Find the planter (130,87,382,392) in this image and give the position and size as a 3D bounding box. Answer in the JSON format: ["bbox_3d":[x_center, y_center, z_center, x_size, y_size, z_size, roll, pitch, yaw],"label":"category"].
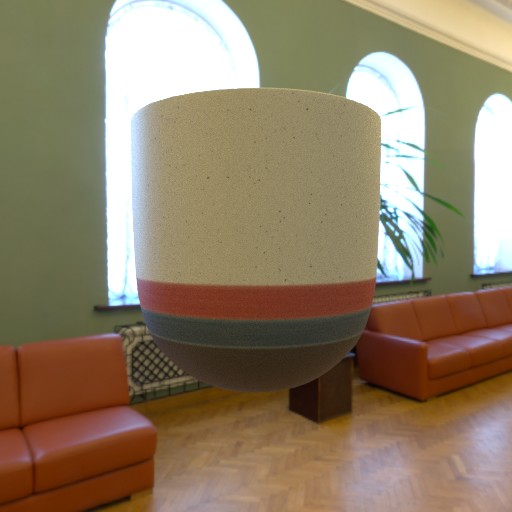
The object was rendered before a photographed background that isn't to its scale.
[{"bbox_3d":[0.000,0.000,0.377,0.204,0.214,0.204,0,2,0],"label":"planter"}]
